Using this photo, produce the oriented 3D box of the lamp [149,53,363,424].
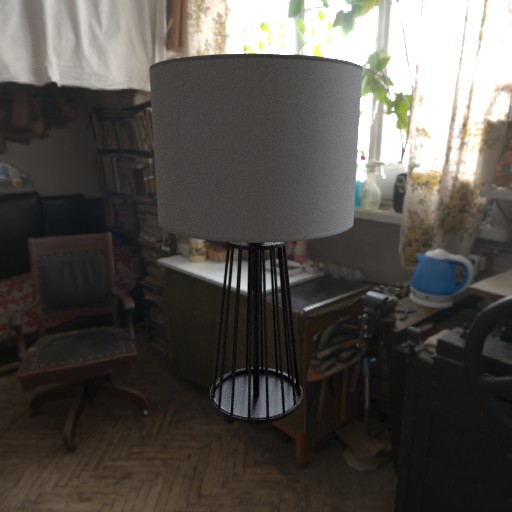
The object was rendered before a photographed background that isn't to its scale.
[{"bbox_3d":[0.000,0.000,0.764,0.322,0.593,0.322,2,16,8],"label":"lamp"}]
